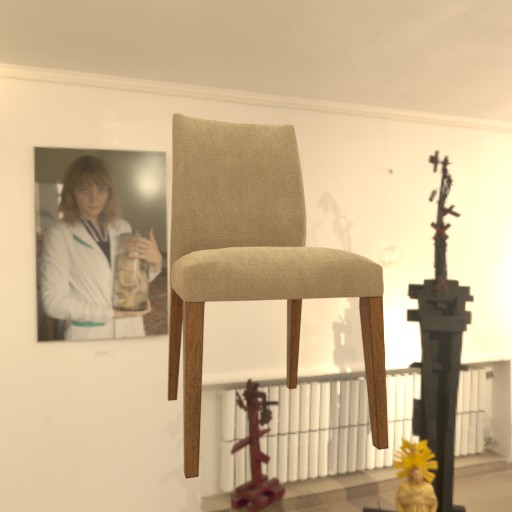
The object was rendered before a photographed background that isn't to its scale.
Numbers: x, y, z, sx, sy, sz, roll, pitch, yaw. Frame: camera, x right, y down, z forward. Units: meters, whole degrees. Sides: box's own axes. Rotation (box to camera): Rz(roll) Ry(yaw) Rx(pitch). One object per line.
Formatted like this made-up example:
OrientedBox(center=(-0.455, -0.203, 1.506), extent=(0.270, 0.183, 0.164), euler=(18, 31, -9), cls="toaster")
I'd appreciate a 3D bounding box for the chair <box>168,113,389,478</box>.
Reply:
OrientedBox(center=(0.000, 0.000, 1.289), extent=(0.496, 0.940, 0.585), euler=(0, 0, -17), cls="chair")
